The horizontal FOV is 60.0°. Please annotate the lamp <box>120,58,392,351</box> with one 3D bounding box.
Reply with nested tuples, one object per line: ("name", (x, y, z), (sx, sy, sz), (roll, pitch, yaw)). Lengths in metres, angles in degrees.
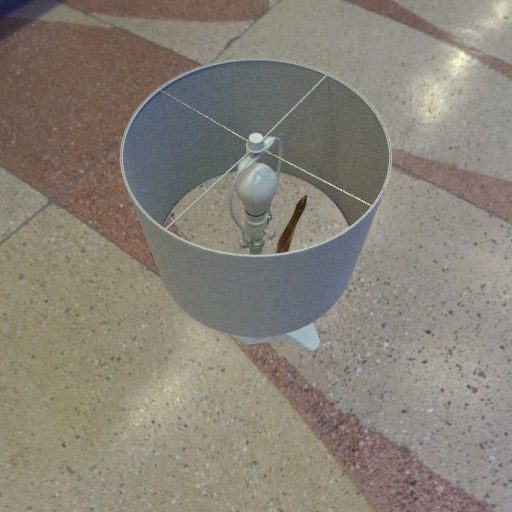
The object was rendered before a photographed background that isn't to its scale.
("lamp", (0.000, 0.000, 0.703), (0.298, 0.503, 0.298), (33, 64, 18))
